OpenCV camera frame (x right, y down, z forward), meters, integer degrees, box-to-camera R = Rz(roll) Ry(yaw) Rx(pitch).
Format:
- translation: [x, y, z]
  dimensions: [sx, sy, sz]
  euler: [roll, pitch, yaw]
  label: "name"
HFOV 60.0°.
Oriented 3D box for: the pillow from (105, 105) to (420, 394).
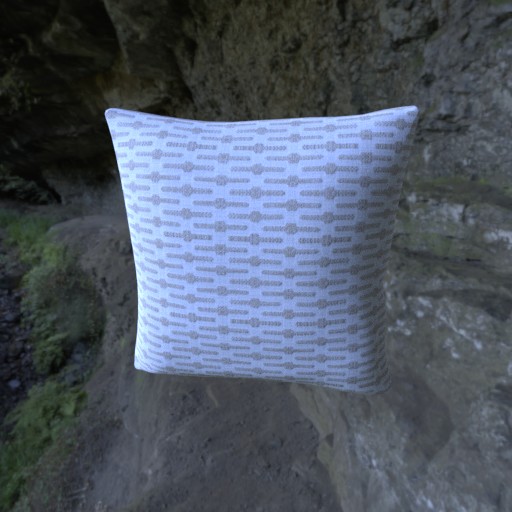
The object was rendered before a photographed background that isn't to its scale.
- translation: [0.000, 0.000, 0.771]
  dimensions: [0.496, 0.491, 0.219]
  euler: [2, 16, 9]
  label: "pillow"
